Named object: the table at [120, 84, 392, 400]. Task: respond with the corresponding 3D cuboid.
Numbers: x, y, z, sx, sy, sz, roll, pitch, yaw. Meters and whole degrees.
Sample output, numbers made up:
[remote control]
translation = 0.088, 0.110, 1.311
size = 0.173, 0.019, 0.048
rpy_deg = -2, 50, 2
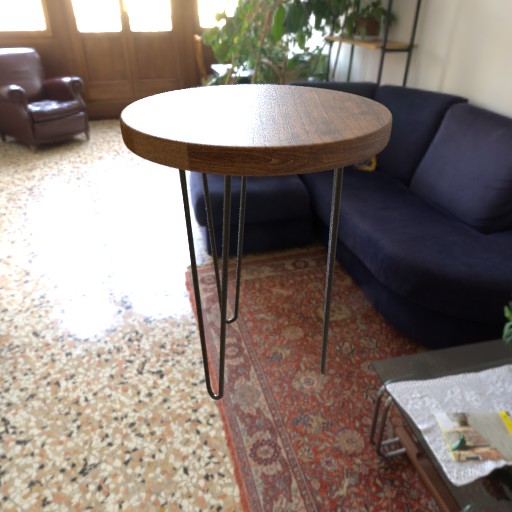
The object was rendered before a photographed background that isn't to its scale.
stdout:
[table]
translation = 0.000, 0.000, 0.801
size = 0.400, 0.520, 0.400
rpy_deg = 0, 31, 0
